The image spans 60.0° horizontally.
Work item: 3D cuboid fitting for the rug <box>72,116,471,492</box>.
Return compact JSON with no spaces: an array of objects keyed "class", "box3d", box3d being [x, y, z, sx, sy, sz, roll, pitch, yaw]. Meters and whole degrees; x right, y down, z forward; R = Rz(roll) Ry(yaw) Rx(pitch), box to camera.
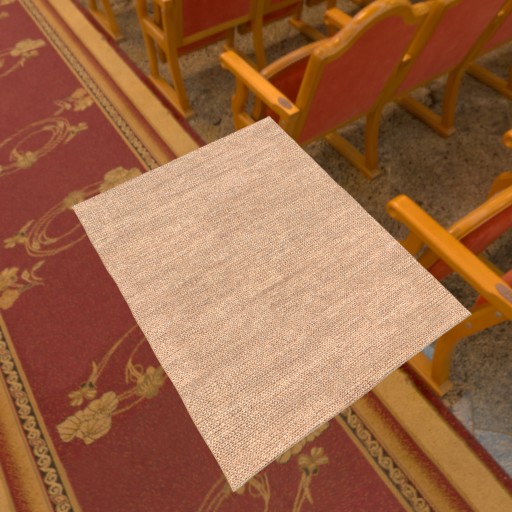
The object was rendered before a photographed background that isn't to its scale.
[{"class":"rug","box3d":[0.000,0.000,4.122,2.429,0.030,3.052,-30,62,-17]}]
